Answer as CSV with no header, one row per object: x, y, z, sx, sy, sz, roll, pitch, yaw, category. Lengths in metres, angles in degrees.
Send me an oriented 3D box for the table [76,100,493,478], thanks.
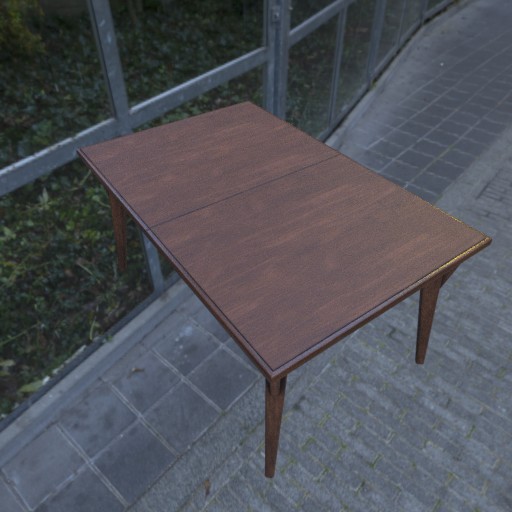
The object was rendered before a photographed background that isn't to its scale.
0.000,0.000,2.078,0.990,0.761,1.524,-25,47,-26,table
